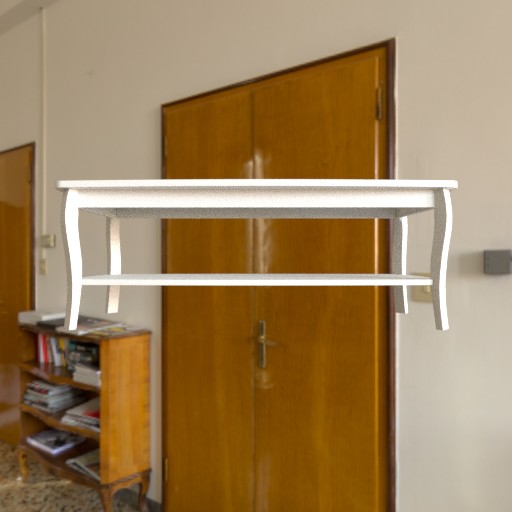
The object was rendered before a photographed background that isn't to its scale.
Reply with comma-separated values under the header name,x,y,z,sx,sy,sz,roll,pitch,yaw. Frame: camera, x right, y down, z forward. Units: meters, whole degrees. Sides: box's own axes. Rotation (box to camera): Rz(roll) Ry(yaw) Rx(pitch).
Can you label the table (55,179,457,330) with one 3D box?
name,x,y,z,sx,sy,sz,roll,pitch,yaw
table,0.000,0.000,1.644,1.334,0.474,0.561,0,0,0
